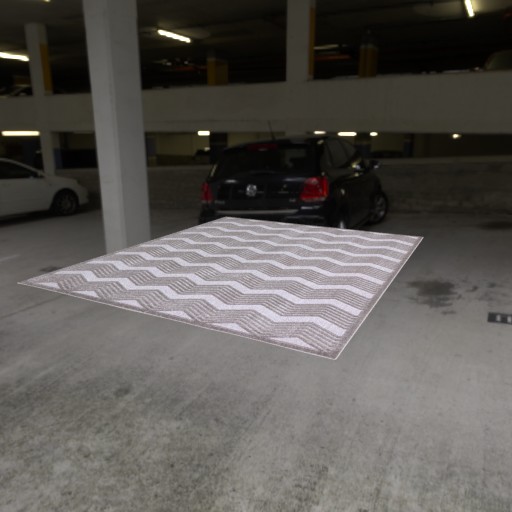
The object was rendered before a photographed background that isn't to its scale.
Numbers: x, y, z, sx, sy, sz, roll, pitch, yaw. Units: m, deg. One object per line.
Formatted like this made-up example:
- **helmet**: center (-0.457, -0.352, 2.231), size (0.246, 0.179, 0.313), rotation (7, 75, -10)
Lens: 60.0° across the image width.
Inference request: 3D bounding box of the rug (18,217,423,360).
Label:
- **rug**: center (0.000, 0.000, 3.893), size (2.391, 0.005, 2.880), rotation (8, 18, 27)
